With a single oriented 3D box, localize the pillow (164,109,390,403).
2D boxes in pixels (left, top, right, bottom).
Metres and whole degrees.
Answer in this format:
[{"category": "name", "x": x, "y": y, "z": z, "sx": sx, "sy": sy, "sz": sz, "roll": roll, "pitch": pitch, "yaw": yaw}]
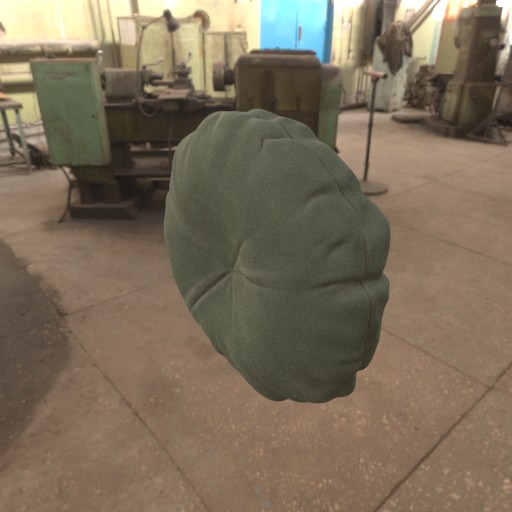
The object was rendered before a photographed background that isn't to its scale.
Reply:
[{"category": "pillow", "x": 0.000, "y": 0.000, "z": 0.644, "sx": 0.148, "sy": 0.407, "sz": 0.428, "roll": -20, "pitch": 33, "yaw": -33}]
